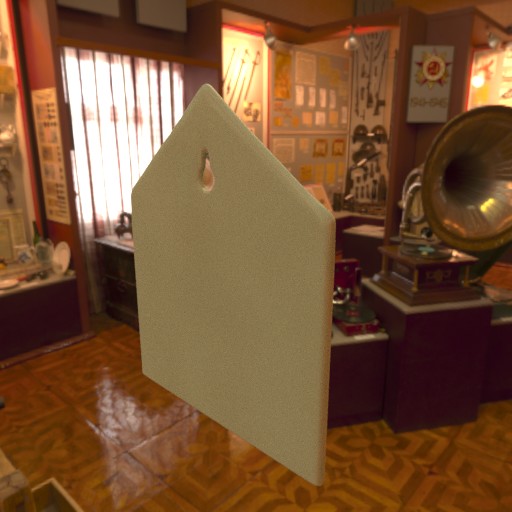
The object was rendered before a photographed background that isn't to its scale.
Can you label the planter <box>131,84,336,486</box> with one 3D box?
[{"bbox_3d":[0.000,0.000,0.279,0.164,0.197,0.079,14,20,42],"label":"planter"}]
